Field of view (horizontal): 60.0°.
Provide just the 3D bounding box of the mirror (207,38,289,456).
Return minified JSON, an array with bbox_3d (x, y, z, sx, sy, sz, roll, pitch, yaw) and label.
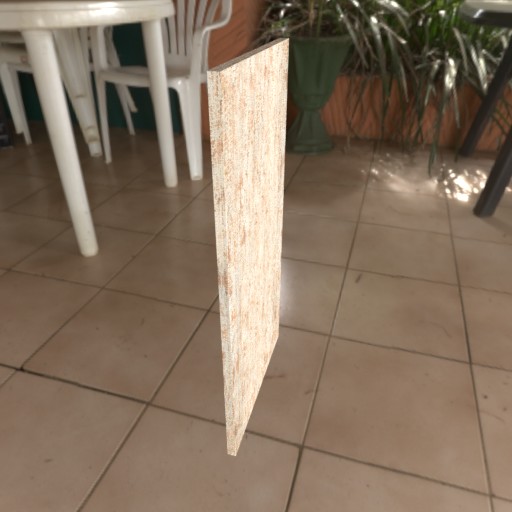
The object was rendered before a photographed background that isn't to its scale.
[{"bbox_3d":[0.000,0.000,1.090,0.027,0.922,0.472,9,33,13],"label":"mirror"}]
